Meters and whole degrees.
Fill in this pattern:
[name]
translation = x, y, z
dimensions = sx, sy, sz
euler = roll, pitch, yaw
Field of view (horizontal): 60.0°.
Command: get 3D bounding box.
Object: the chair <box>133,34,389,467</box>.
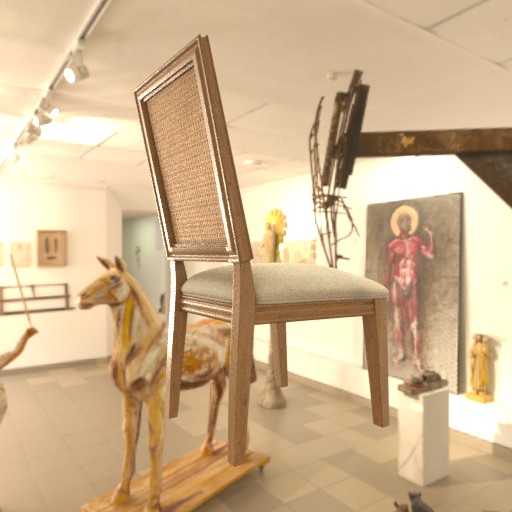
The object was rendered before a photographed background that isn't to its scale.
[chair]
translation = 0.000, 0.000, 1.319
dimensions = 0.601, 0.988, 0.536
euler = 0, 1, -35
